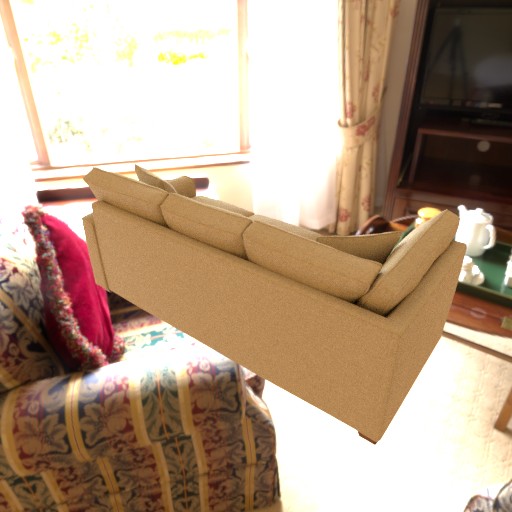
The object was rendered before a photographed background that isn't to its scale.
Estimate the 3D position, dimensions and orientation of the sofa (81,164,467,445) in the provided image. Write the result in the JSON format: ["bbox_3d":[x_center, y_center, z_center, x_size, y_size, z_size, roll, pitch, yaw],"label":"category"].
[{"bbox_3d":[0.000,0.000,2.926,2.317,0.962,1.061,22,37,32],"label":"sofa"}]
